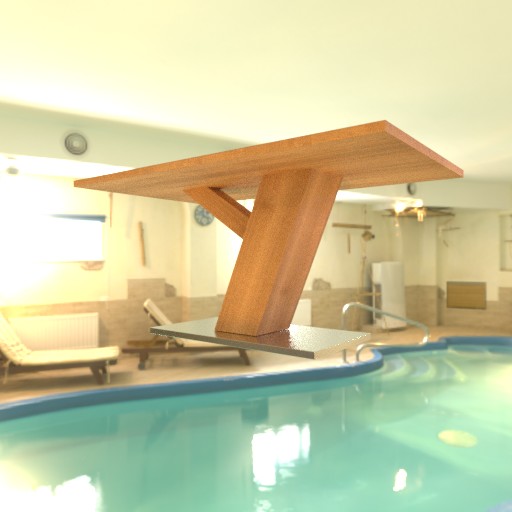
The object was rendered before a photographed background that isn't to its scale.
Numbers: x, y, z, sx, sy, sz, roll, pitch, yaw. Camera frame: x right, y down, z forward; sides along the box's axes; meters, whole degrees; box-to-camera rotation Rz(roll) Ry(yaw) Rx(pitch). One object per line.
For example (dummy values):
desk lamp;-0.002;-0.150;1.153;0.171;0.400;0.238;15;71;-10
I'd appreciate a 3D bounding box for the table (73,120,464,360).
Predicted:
table;0.000;0.000;2.071;1.600;0.750;0.900;0;0;38
